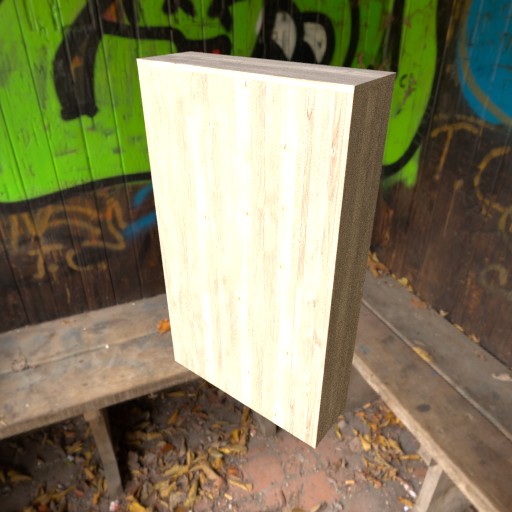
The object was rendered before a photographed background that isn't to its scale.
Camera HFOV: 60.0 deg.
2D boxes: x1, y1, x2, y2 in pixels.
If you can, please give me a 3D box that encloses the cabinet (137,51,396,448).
[{"bbox_3d":[0.000,0.000,1.601,0.750,1.280,0.250,22,37,32],"label":"cabinet"}]
